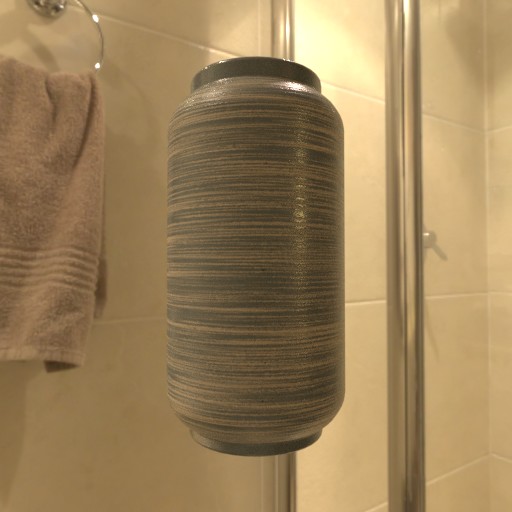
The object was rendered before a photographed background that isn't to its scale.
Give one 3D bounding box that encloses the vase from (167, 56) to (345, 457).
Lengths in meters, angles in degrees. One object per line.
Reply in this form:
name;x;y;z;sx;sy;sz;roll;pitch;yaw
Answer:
vase;0.000;0.000;0.296;0.116;0.230;0.116;0;-1;0
